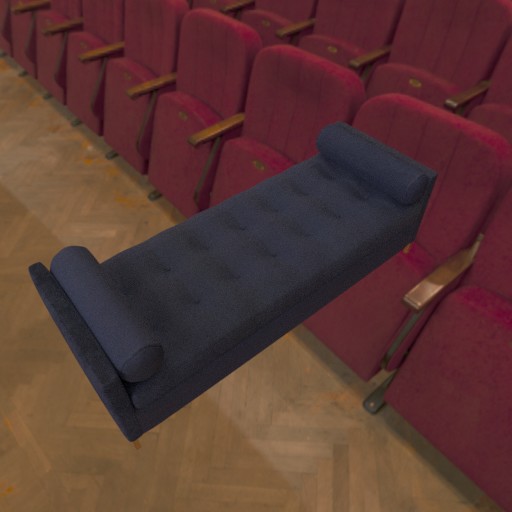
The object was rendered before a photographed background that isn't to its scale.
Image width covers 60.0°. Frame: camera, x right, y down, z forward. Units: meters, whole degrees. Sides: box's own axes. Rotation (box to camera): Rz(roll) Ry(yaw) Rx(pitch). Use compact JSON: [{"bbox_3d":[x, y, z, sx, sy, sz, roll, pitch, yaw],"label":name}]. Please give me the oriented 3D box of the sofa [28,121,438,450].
[{"bbox_3d":[0.000,0.000,2.480,2.102,0.705,0.796,-31,53,-26],"label":"sofa"}]
